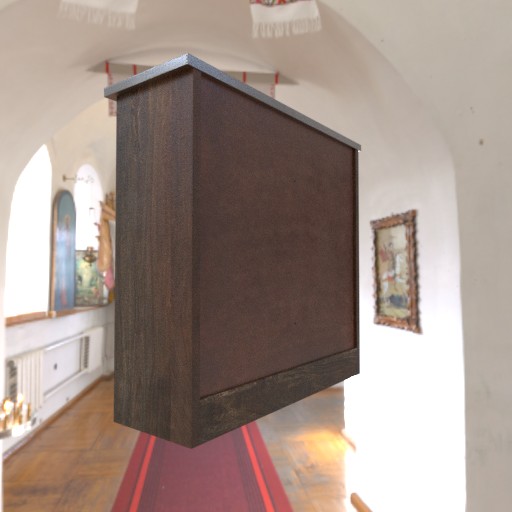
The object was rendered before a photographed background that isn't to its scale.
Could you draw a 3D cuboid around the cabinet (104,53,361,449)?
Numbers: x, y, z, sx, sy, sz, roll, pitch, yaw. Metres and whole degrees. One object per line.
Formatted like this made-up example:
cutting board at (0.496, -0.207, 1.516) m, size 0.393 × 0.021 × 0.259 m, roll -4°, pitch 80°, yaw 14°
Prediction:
cabinet at (0.000, 0.000, 1.506) m, size 0.338 × 0.919 × 0.968 m, roll -1°, pitch -2°, yaw 37°
